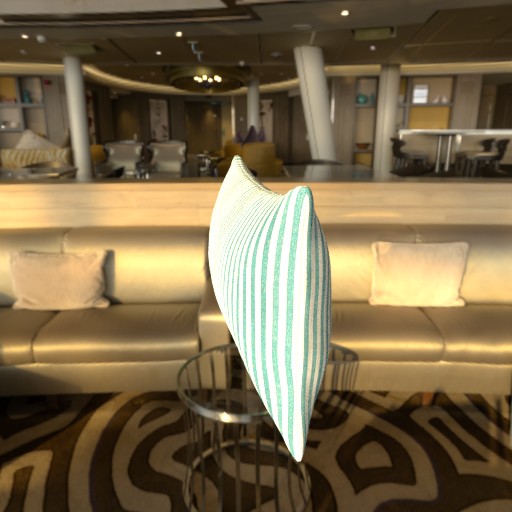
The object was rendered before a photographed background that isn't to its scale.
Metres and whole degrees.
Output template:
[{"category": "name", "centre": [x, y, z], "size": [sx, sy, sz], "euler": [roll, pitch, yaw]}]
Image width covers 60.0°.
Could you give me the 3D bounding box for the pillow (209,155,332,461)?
[{"category": "pillow", "centre": [0.000, 0.000, 0.724], "size": [0.151, 0.295, 0.617], "euler": [-2, 16, -8]}]
